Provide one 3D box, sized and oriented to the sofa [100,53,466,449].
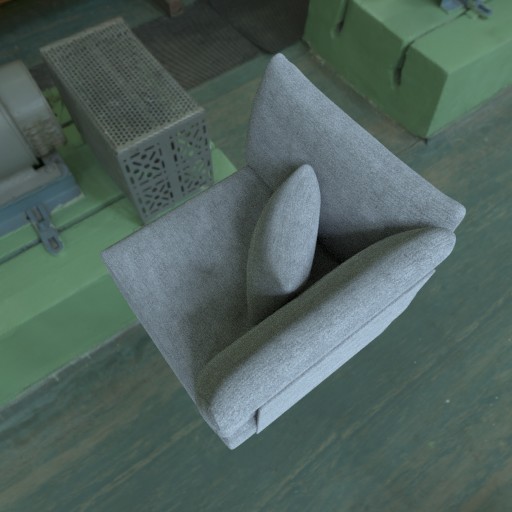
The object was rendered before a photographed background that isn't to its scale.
[{"bbox_3d":[0.000,0.000,1.730,1.000,0.820,1.000,-34,67,-17],"label":"sofa"}]
